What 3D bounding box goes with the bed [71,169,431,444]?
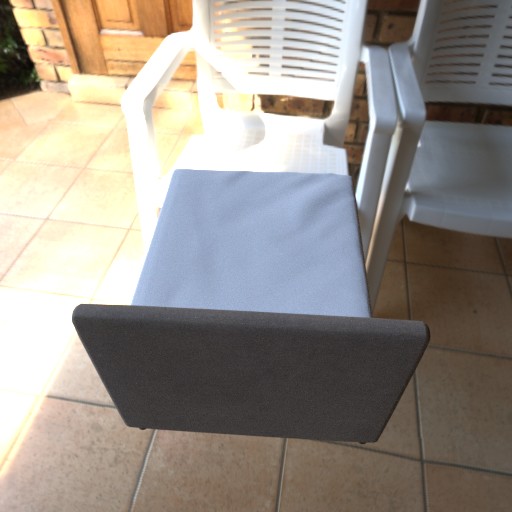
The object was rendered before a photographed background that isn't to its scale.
[{"bbox_3d":[0.000,0.000,3.179,1.723,1.330,2.142,3,47,3],"label":"bed"}]
